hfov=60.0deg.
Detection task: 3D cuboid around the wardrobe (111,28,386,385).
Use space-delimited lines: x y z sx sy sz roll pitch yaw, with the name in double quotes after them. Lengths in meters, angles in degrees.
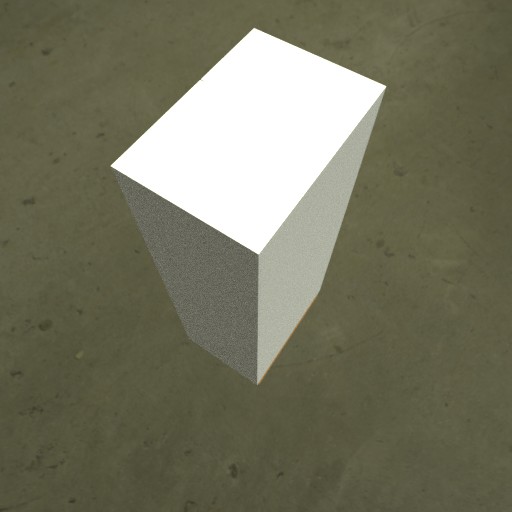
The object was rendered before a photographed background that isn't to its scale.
0.000 0.000 2.484 0.600 2.040 0.860 31 67 15 "wardrobe"
